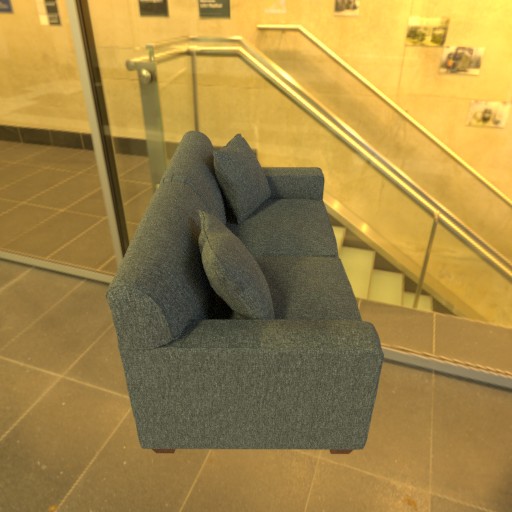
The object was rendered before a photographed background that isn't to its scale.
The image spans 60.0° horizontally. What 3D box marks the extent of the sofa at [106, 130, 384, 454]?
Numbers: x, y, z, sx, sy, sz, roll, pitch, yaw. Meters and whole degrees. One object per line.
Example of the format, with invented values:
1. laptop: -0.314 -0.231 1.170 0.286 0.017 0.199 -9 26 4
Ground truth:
1. sofa: 0.000 0.000 2.432 0.998 0.958 1.846 0 32 0
